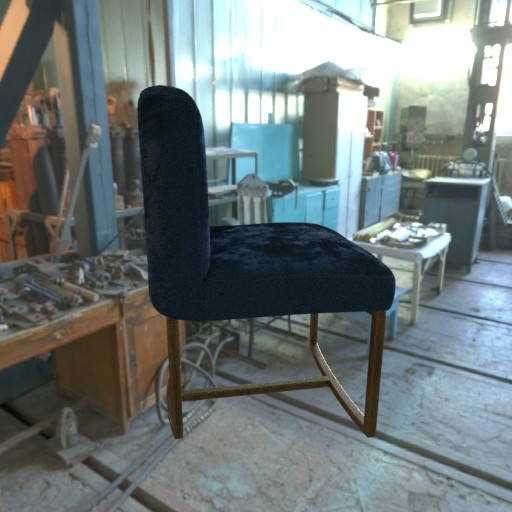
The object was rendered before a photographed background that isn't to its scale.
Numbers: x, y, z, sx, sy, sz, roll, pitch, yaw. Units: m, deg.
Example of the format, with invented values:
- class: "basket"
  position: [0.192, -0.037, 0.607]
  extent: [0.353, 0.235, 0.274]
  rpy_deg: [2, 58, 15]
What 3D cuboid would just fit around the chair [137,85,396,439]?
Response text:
- class: "chair"
  position: [0.000, 0.000, 1.181]
  extent: [0.560, 0.824, 0.530]
  rpy_deg: [-3, 16, -10]
